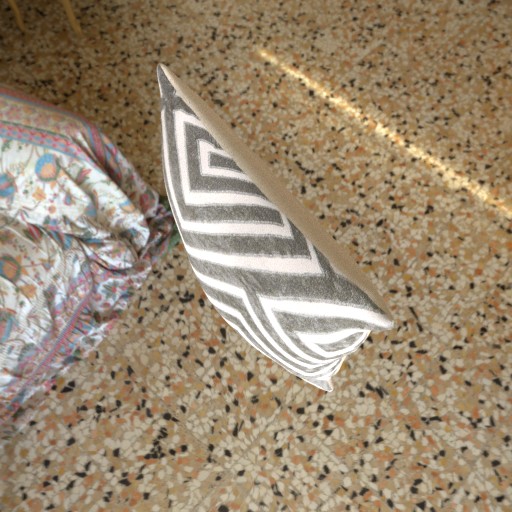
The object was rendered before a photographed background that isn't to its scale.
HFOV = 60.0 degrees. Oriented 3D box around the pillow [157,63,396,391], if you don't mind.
[{"bbox_3d":[0.000,0.000,0.687,0.182,0.441,0.440,-34,69,-15],"label":"pillow"}]
